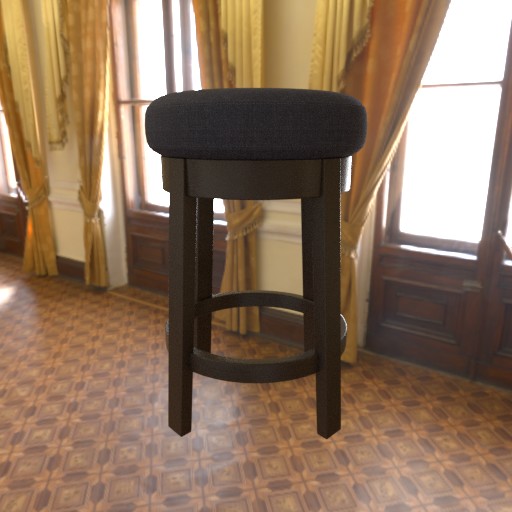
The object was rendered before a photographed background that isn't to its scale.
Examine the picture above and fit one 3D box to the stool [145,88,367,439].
[{"bbox_3d":[0.000,0.000,0.950,0.449,0.655,0.449,0,15,0],"label":"stool"}]
